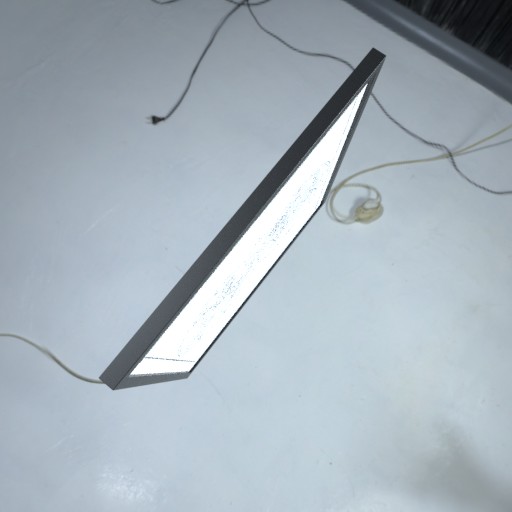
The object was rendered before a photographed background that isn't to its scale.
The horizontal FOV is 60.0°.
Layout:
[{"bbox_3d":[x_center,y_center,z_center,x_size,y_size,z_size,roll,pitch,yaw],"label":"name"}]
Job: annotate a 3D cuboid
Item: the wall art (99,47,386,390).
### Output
[{"bbox_3d":[0.000,0.000,1.148,0.031,0.775,0.773,37,79,9],"label":"wall art"}]
